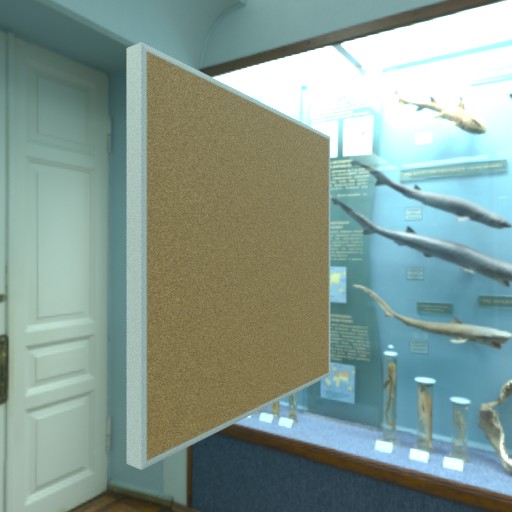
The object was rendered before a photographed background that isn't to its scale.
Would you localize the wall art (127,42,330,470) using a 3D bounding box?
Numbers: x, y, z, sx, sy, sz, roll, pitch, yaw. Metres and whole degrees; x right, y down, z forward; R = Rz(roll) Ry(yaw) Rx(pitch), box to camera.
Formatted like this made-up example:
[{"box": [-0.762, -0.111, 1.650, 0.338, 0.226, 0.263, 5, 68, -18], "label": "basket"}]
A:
[{"box": [0.000, 0.000, 1.117, 0.041, 0.765, 0.768, 0, 0, 35], "label": "wall art"}]
